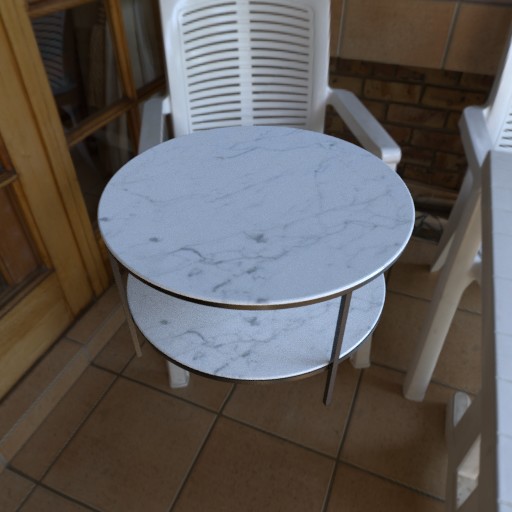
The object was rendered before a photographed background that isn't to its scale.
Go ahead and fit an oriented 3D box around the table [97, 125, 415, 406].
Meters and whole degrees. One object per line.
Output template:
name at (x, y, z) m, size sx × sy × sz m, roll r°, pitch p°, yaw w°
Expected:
table at (0.000, 0.000, 1.301) m, size 0.800 × 0.450 × 0.800 m, roll 0°, pitch 41°, yaw 0°
